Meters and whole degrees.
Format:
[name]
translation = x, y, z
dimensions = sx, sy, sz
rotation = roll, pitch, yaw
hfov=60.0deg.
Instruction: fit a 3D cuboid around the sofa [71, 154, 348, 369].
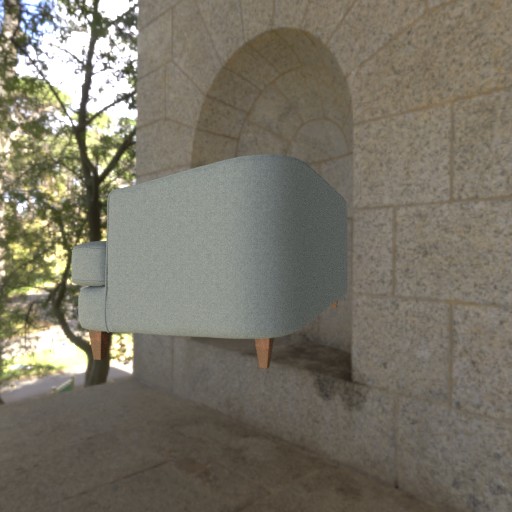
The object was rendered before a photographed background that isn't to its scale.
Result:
[sofa]
translation = 0.000, 0.000, 2.764
dimensions = 0.941, 0.855, 2.278
rotation = 0, 1, 18
